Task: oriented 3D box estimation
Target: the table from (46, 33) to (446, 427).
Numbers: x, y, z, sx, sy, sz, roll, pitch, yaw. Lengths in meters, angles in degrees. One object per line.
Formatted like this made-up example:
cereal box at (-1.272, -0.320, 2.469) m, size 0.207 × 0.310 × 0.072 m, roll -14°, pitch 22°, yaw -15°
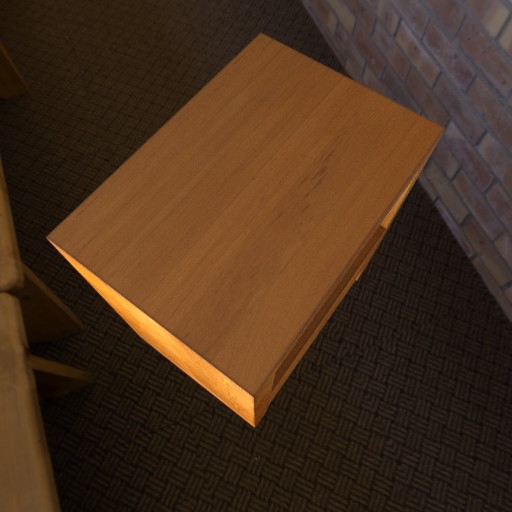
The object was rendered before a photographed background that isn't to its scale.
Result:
table at (0.000, 0.000, 0.989) m, size 0.400 × 0.605 × 0.550 m, roll 34°, pitch 70°, yaw 14°
